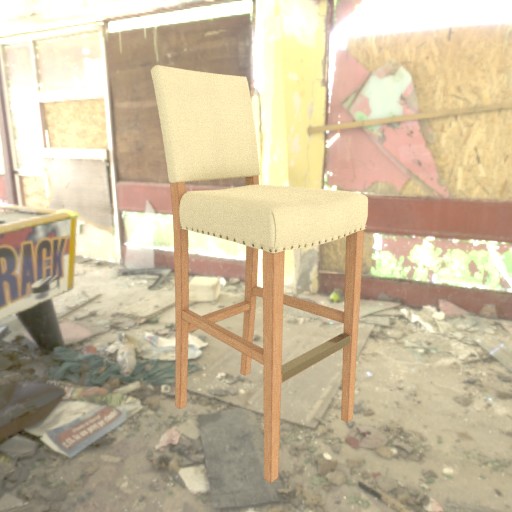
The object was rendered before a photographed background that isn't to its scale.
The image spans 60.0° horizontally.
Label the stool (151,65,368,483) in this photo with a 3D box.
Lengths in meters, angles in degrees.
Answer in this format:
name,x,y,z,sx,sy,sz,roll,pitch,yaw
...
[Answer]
name,x,y,z,sx,sy,sz,roll,pitch,yaw
stool,0.000,0.000,1.417,0.546,1.143,0.428,14,20,43
